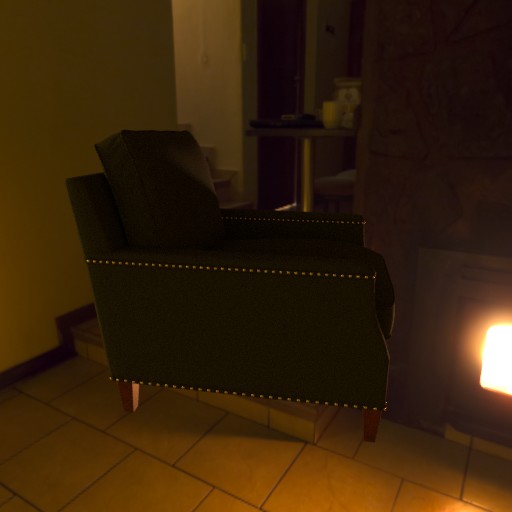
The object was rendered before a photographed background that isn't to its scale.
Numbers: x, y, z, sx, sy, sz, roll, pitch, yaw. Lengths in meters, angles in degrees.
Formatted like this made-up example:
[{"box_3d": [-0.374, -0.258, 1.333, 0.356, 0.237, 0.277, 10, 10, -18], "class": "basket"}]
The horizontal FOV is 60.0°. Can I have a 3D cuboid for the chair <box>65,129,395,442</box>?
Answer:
[{"box_3d": [0.000, 0.000, 1.719, 1.014, 0.943, 0.853, 3, 16, 11], "class": "chair"}]
